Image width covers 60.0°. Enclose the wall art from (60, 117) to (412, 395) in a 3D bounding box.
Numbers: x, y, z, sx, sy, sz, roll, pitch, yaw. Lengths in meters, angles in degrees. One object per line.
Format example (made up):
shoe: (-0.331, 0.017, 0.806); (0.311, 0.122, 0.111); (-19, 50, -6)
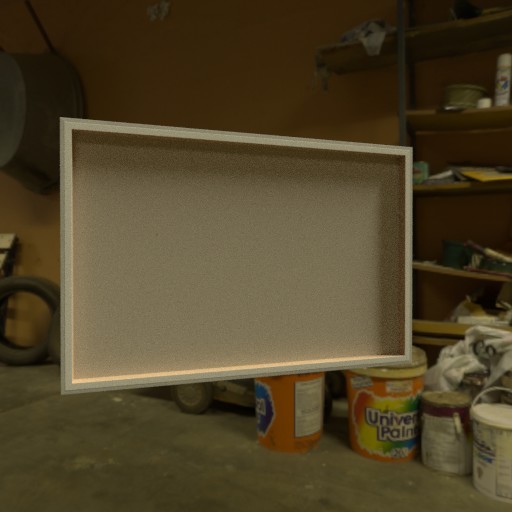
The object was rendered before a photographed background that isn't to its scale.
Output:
wall art: (0.000, 0.000, 1.132); (0.915, 0.610, 0.038); (0, 0, -18)
